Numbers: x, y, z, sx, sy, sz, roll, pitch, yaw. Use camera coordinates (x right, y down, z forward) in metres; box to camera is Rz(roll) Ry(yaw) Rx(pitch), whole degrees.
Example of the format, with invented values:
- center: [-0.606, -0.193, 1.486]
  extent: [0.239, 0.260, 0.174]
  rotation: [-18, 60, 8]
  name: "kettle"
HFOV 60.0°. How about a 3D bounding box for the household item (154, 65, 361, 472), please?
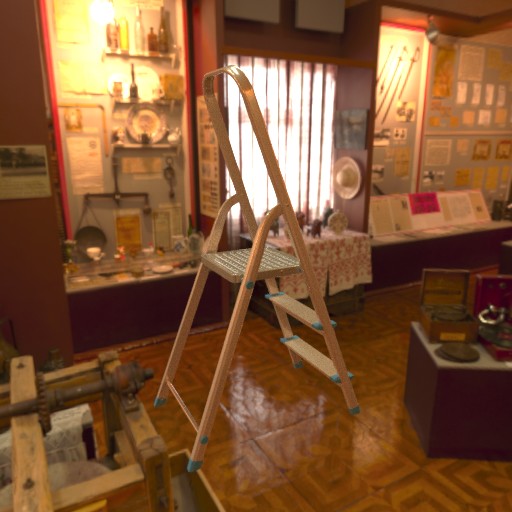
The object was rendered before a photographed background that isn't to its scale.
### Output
- center: [0.000, 0.000, 1.558]
  extent: [0.687, 1.215, 0.420]
  rotation: [-7, 16, -27]
  name: "household item"
